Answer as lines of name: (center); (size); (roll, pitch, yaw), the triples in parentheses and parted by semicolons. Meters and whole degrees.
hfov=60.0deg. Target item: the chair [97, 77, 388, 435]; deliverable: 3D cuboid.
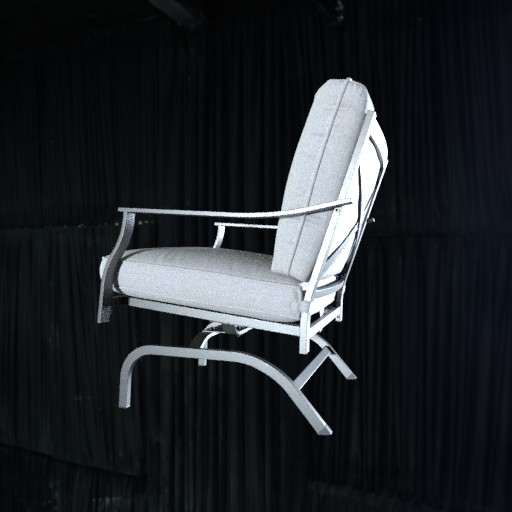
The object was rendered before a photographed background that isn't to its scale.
chair: (0.000, 0.000, 1.397); (0.787, 0.860, 0.650); (0, 0, 19)
